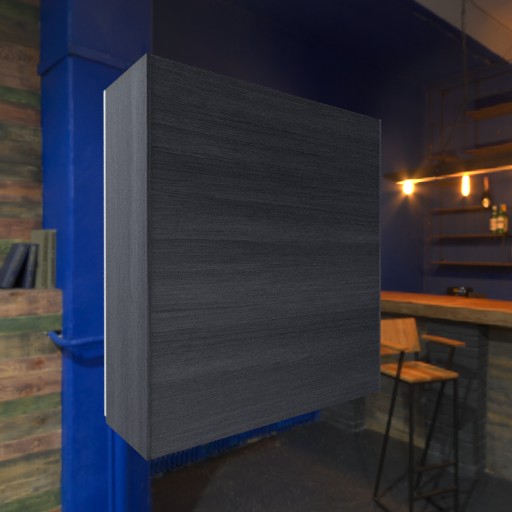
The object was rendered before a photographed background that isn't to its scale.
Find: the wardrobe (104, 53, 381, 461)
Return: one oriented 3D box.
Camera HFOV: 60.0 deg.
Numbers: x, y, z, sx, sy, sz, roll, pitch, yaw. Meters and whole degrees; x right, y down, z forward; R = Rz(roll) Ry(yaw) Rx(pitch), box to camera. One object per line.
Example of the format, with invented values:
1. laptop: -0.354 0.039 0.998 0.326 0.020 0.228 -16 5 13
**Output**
1. wardrobe: 0.000 0.000 2.909 1.780 1.960 0.629 0 0 -37
